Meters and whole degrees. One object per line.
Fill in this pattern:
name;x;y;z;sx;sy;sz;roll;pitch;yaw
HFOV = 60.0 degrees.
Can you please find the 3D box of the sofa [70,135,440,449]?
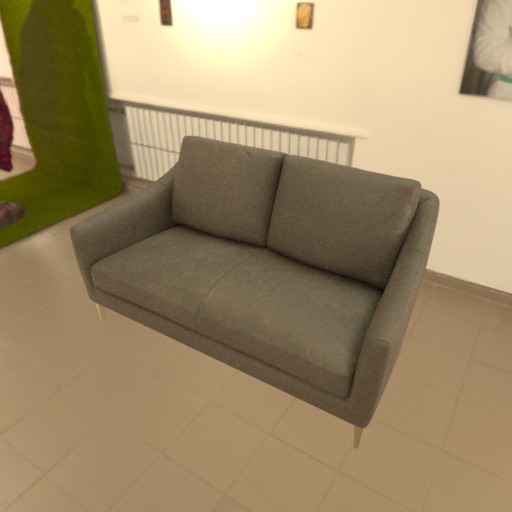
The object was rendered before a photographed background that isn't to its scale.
sofa;0.000;0.000;2.214;1.619;0.902;0.960;18;35;27
